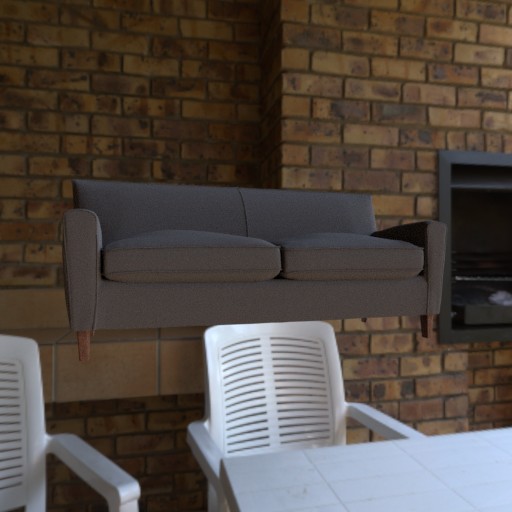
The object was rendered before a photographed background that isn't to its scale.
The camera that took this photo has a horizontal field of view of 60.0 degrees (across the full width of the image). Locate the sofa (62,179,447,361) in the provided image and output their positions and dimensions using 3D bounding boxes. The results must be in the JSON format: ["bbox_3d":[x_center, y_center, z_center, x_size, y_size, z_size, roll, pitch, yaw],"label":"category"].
[{"bbox_3d":[0.000,0.000,2.509,2.002,0.907,0.843,0,-1,-18],"label":"sofa"}]
